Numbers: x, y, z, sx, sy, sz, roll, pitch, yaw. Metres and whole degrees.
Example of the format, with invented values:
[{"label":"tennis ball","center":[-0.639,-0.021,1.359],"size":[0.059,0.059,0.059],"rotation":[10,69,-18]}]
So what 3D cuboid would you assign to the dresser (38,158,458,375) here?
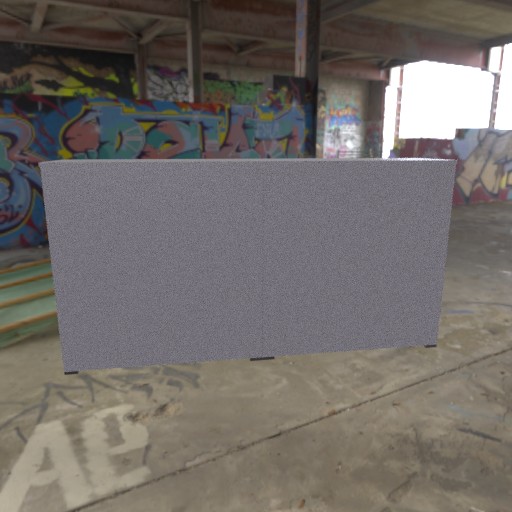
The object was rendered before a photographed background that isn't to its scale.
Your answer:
[{"label":"dresser","center":[0.000,0.000,1.863],"size":[1.535,0.790,0.333],"rotation":[-2,14,-9]}]
